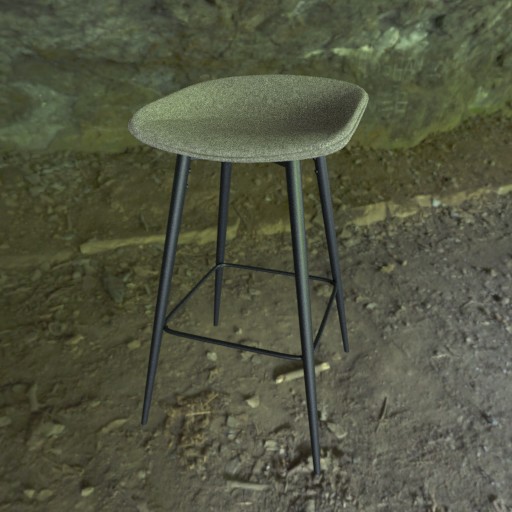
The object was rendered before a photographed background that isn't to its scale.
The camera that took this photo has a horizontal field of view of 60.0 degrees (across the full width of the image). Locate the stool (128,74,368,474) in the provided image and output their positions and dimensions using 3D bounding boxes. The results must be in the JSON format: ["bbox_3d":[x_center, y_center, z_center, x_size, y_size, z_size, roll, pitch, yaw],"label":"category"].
[{"bbox_3d":[0.000,0.000,1.102,0.469,0.814,0.480,8,27,17],"label":"stool"}]
